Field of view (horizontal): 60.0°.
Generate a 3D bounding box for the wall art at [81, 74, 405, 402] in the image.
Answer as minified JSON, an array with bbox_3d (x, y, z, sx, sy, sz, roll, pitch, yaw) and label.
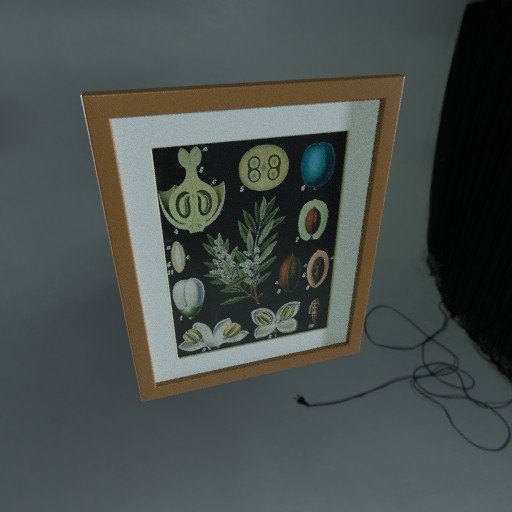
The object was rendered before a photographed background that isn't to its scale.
[{"bbox_3d":[0.000,0.000,0.513,0.310,0.379,0.015,-9,33,-14],"label":"wall art"}]
